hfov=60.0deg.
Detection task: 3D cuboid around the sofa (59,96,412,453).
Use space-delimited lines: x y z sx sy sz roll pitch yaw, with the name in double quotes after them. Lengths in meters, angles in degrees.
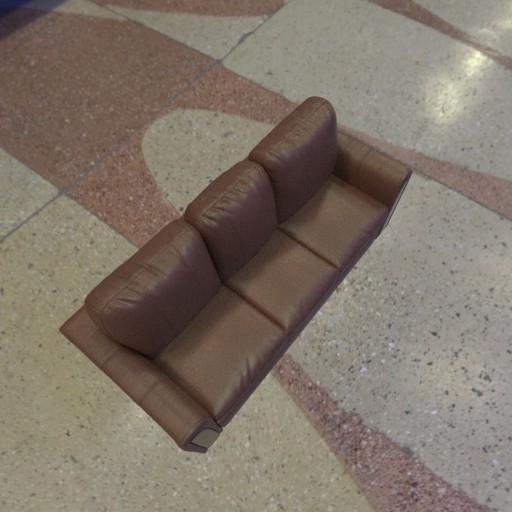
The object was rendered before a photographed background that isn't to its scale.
0.000 0.000 2.342 0.802 0.915 1.862 35 65 19 "sofa"
